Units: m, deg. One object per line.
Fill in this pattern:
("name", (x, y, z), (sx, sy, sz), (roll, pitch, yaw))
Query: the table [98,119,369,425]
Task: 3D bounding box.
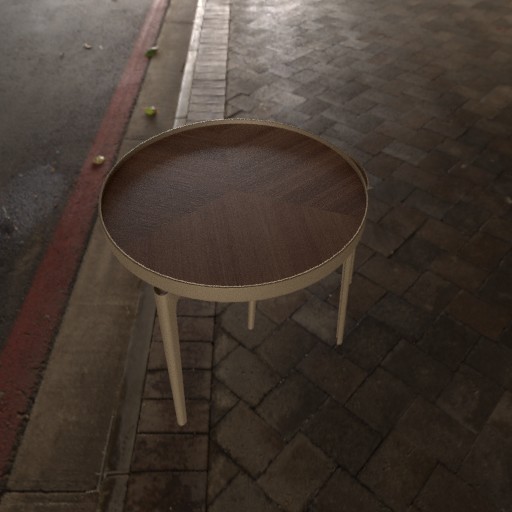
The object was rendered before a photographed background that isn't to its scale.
("table", (0.000, 0.000, 1.137), (0.532, 0.555, 0.751), (23, 51, 21))
